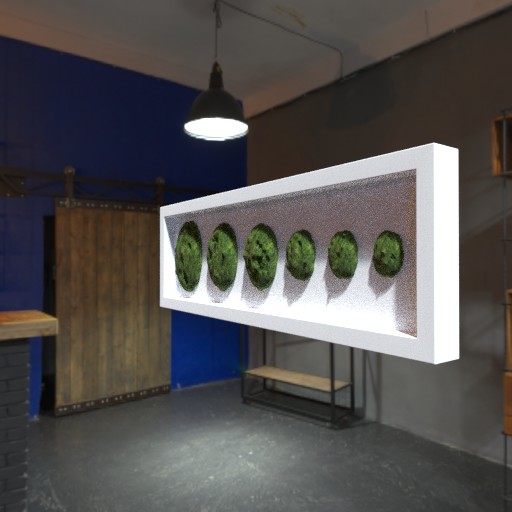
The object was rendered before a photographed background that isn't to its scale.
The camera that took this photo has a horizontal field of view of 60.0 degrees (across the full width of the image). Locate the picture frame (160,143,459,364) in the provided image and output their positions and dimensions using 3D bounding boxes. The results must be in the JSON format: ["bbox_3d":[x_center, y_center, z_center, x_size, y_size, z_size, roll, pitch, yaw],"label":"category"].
[{"bbox_3d":[0.000,0.000,0.821,0.050,0.250,0.759,0,-1,-36],"label":"picture frame"}]
